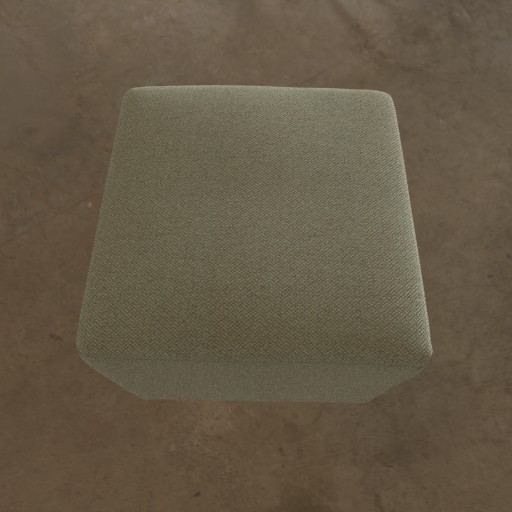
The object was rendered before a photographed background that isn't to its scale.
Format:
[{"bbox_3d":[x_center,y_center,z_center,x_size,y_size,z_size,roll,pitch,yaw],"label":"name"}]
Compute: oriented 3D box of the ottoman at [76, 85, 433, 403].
[{"bbox_3d":[0.000,0.000,0.891,0.512,0.453,0.521,1,64,0],"label":"ottoman"}]
